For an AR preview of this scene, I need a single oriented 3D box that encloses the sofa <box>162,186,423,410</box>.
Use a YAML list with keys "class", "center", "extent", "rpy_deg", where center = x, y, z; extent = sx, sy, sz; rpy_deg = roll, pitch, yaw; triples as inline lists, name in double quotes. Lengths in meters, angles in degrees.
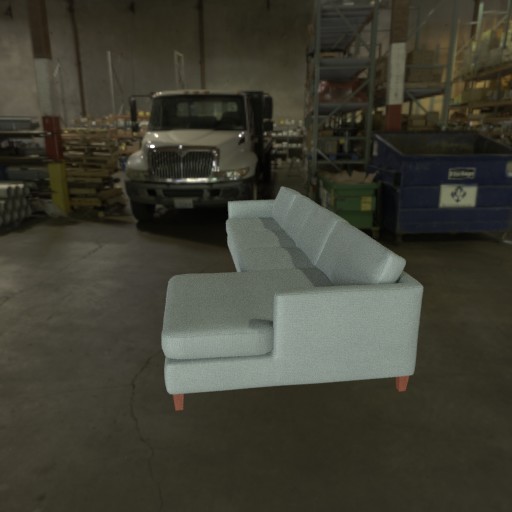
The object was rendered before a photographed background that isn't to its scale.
- class: "sofa"
  center: [0.000, 0.000, 4.262]
  extent: [1.604, 0.950, 3.471]
  rpy_deg: [-2, 16, -8]
